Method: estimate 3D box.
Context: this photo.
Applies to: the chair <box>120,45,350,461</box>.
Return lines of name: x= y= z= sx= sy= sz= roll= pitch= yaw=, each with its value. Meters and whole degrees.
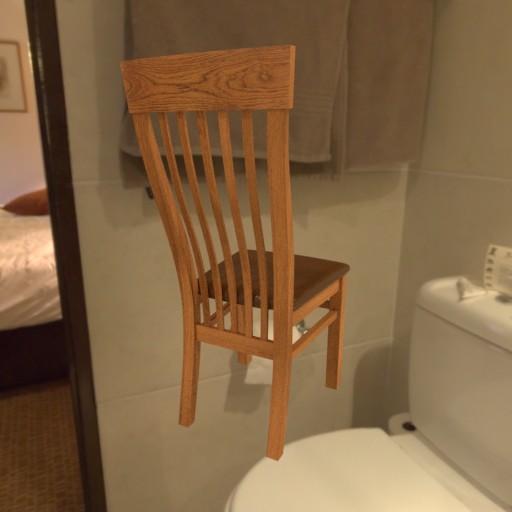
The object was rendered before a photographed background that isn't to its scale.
chair: x=0.000 y=0.000 z=1.340 sx=0.450 sy=1.050 sz=0.580 roll=8 pitch=17 yaw=27
